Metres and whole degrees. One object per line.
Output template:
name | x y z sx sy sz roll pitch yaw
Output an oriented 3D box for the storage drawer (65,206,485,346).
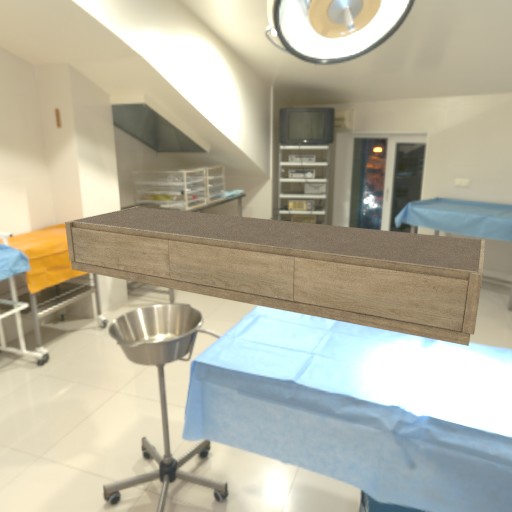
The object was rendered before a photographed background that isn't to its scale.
storage drawer | 0.000 0.000 2.285 2.072 0.274 0.591 8 18 26
